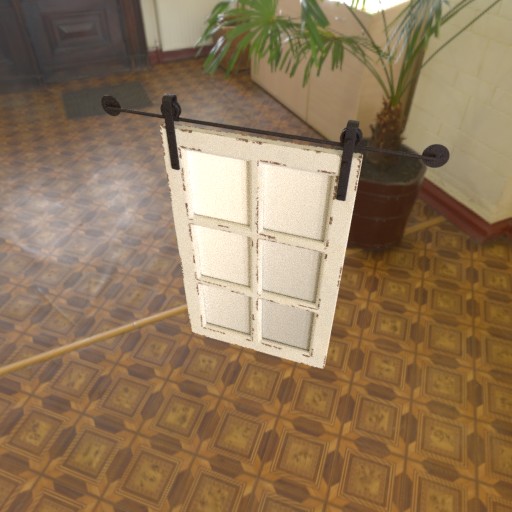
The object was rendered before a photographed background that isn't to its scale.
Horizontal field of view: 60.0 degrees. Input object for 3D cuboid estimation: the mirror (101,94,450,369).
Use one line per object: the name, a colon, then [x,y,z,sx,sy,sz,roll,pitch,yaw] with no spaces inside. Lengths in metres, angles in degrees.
mirror: [0.000,0.000,1.221,0.808,0.844,0.037,13,44,14]
